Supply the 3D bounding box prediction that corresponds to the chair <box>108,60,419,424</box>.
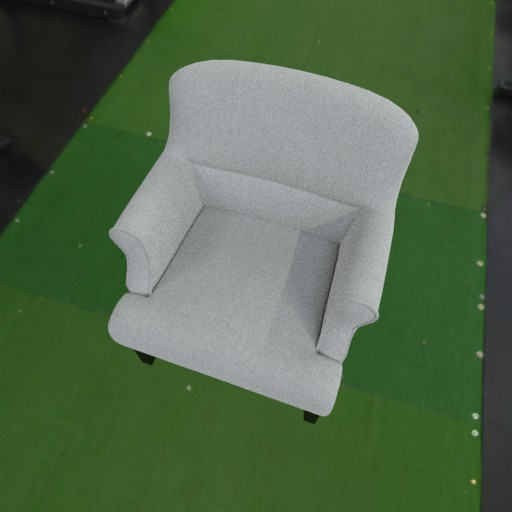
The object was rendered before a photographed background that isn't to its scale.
[{"bbox_3d":[0.000,0.000,1.423,0.781,0.875,0.750,17,60,10],"label":"chair"}]
